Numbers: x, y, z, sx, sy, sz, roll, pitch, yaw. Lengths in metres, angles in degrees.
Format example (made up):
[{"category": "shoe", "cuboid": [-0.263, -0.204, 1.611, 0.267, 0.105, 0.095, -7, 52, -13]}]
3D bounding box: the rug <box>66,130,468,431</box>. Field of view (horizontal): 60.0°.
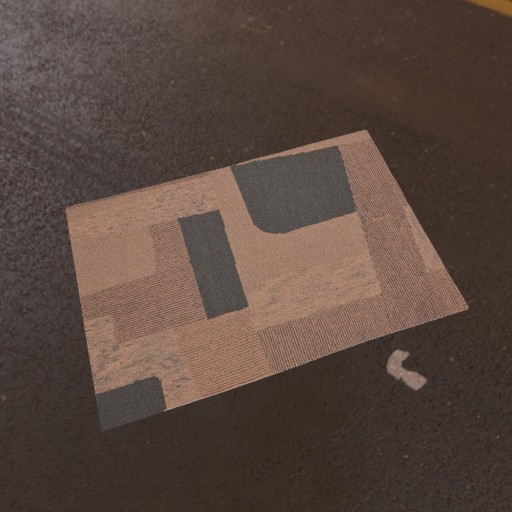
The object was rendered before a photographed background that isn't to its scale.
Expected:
[{"category": "rug", "cuboid": [0.000, 0.000, 2.357, 1.847, 0.020, 1.238, -16, 64, -8]}]
